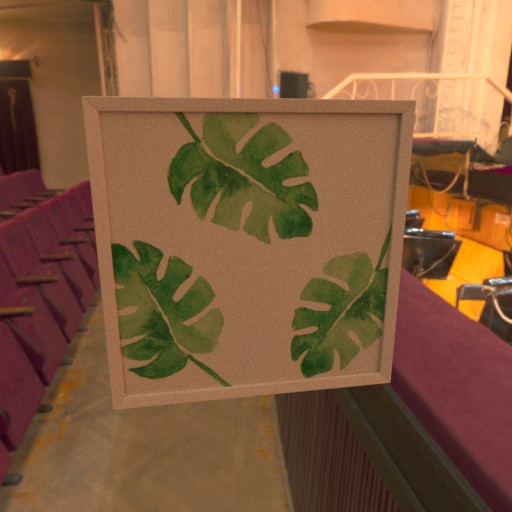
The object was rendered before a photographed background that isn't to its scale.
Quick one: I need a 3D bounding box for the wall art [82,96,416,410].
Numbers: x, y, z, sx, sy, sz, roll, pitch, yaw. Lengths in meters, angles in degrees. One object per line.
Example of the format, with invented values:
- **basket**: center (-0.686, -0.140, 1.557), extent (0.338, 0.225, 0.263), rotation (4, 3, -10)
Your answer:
- **wall art**: center (0.000, 0.000, 0.457), extent (0.305, 0.305, 0.038), rotation (-3, 16, -9)
